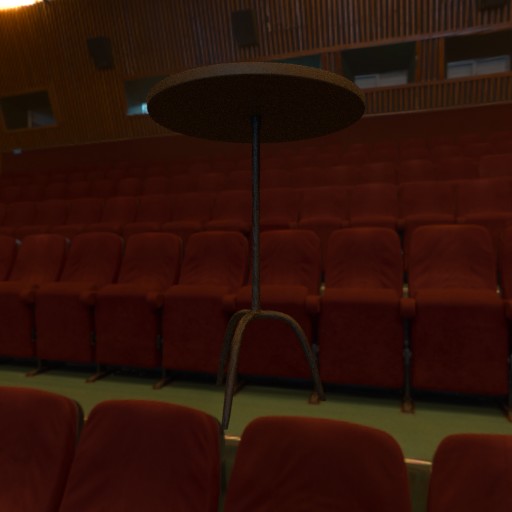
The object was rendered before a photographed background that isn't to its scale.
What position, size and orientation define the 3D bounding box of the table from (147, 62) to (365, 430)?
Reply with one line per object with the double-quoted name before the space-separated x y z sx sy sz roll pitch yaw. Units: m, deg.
"table" 0.000 0.000 1.050 0.502 0.700 0.502 0 0 17
